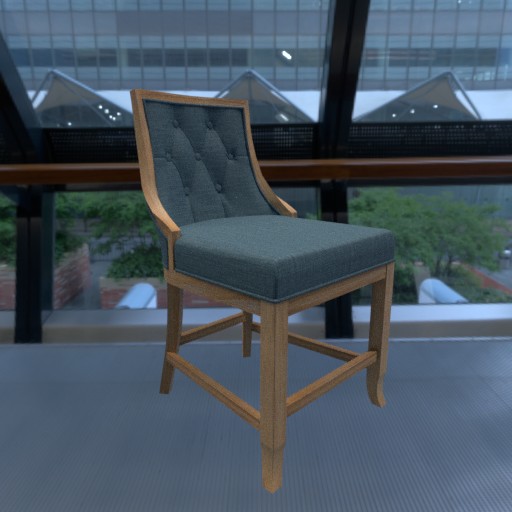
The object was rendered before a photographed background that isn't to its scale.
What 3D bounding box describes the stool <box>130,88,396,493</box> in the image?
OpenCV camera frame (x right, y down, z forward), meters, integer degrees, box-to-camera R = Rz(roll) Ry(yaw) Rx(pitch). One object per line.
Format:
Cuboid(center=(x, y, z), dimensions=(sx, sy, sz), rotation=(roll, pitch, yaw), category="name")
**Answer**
Cuboid(center=(0.000, 0.000, 1.306), dimensions=(0.626, 0.938, 0.524), rotation=(13, 19, 43), category="stool")
